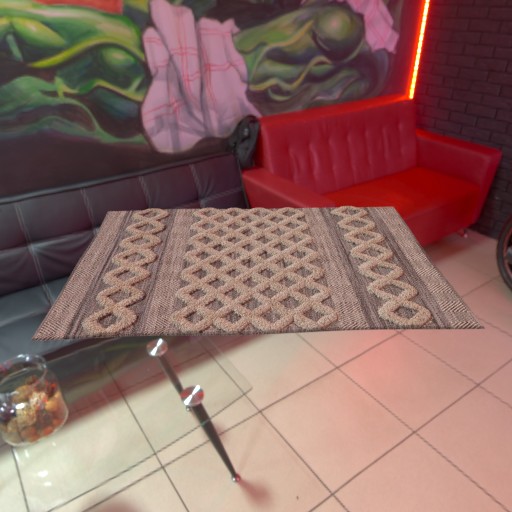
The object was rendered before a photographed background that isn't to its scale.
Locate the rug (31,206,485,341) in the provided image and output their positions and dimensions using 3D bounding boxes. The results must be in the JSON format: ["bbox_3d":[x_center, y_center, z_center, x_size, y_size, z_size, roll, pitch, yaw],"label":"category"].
[{"bbox_3d":[0.000,0.000,2.301,1.823,0.030,1.222,-1,30,-2],"label":"rug"}]
